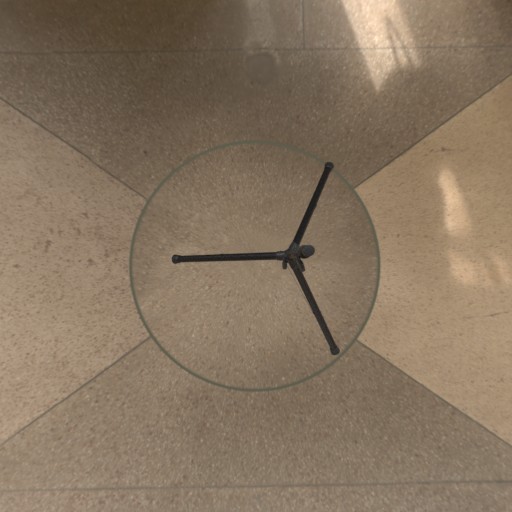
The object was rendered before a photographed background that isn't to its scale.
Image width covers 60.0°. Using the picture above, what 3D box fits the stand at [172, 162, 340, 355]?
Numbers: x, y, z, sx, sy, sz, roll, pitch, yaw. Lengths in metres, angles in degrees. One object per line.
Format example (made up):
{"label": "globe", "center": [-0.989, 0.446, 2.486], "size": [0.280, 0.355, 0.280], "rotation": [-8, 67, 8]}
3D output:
{"label": "stand", "center": [0.000, 0.000, 1.858], "size": [0.907, 1.136, 1.045], "rotation": [0, 89, 0]}
